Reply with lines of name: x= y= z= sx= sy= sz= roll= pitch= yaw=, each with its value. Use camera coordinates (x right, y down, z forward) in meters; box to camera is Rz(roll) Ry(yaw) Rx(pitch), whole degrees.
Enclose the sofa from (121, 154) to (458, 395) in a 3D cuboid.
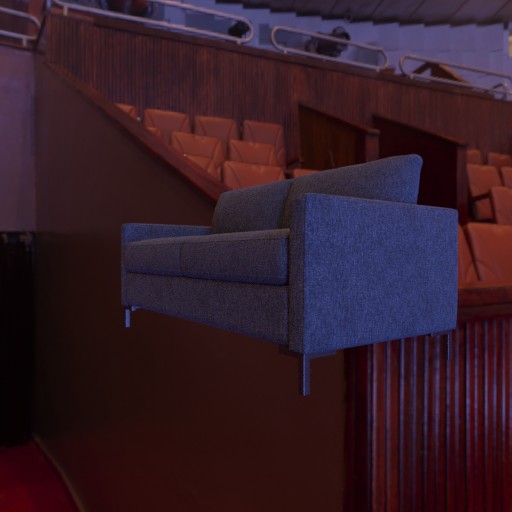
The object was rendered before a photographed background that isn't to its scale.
sofa: x=0.000 y=0.000 z=2.264 sx=0.866 sy=0.862 sz=1.716 roll=0 pitch=0 yaw=-36
